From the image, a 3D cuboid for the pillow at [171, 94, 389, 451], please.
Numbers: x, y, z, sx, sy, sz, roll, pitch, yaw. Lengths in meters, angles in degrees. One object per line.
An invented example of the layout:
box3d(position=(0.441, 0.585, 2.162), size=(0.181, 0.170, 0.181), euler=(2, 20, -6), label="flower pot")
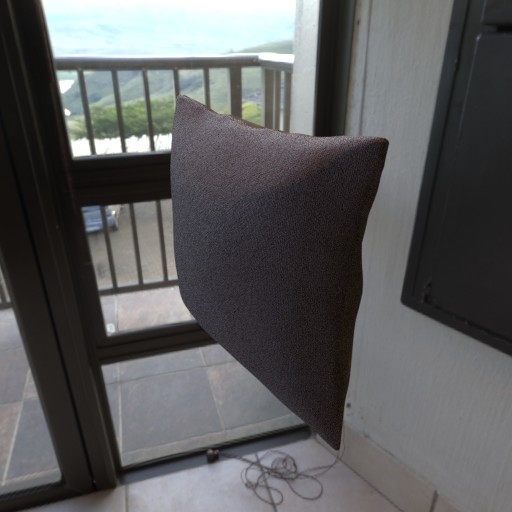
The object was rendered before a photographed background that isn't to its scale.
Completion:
box3d(position=(0.000, 0.000, 0.687), size=(0.204, 0.439, 0.452), euler=(-17, 31, -30), label="pillow")
